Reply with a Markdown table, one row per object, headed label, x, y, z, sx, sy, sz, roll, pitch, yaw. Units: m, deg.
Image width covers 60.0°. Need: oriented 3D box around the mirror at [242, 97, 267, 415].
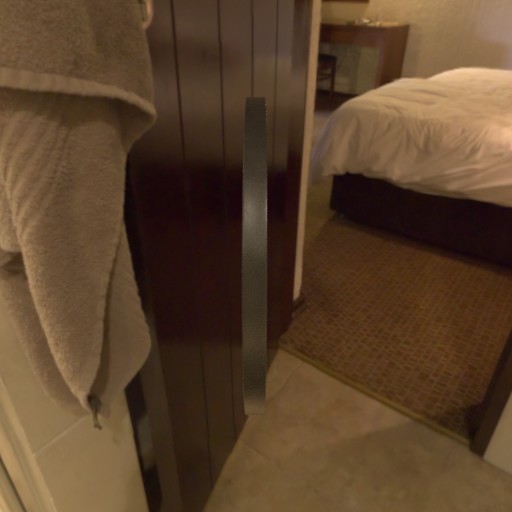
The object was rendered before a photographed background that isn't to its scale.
| label | x | y | z | sx | sy | sz | roll | pitch | yaw |
| --- | --- | --- | --- | --- | --- | --- | --- | --- | --- |
| mirror | 0.000 | 0.000 | 0.837 | 0.032 | 0.565 | 0.565 | 0 | 31 | 0 |
